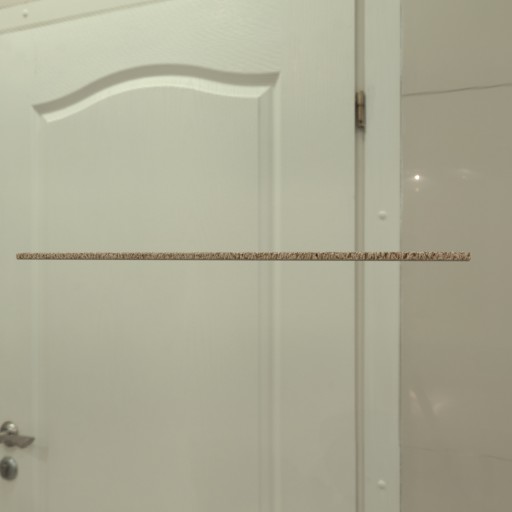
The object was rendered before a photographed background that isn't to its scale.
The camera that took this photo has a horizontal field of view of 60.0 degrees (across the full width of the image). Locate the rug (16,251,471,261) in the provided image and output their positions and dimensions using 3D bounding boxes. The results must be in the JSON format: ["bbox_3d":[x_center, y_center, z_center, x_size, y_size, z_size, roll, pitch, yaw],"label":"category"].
[{"bbox_3d":[0.000,0.000,2.197,1.778,0.030,1.219,0,0,18],"label":"rug"}]
